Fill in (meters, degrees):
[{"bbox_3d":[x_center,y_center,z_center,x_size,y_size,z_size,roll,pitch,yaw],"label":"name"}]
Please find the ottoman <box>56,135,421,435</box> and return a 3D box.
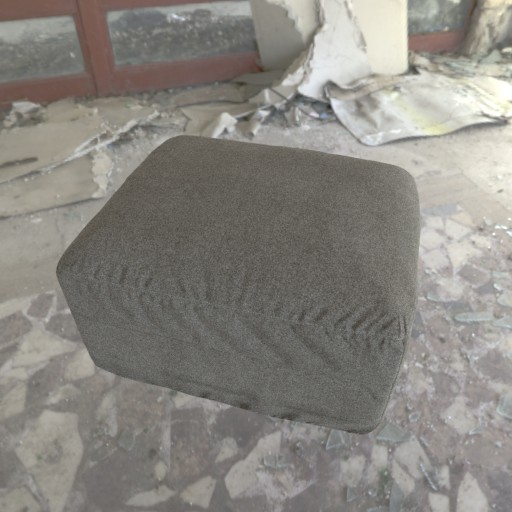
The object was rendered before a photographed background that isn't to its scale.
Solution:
[{"bbox_3d":[0.000,0.000,1.251,0.837,0.481,0.683,11,43,12],"label":"ottoman"}]
